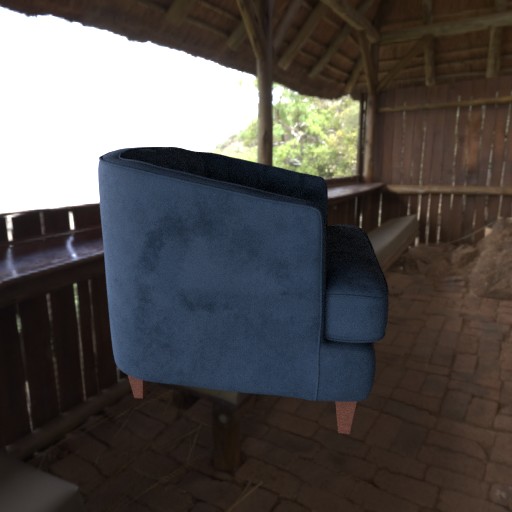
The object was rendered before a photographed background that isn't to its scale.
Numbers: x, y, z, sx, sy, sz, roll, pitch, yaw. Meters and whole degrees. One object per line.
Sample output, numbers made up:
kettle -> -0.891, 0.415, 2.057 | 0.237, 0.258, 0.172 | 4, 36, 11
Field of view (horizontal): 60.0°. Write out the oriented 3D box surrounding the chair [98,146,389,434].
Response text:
chair -> 0.000, 0.000, 1.780 | 0.940, 0.852, 1.094 | 2, 15, 9
